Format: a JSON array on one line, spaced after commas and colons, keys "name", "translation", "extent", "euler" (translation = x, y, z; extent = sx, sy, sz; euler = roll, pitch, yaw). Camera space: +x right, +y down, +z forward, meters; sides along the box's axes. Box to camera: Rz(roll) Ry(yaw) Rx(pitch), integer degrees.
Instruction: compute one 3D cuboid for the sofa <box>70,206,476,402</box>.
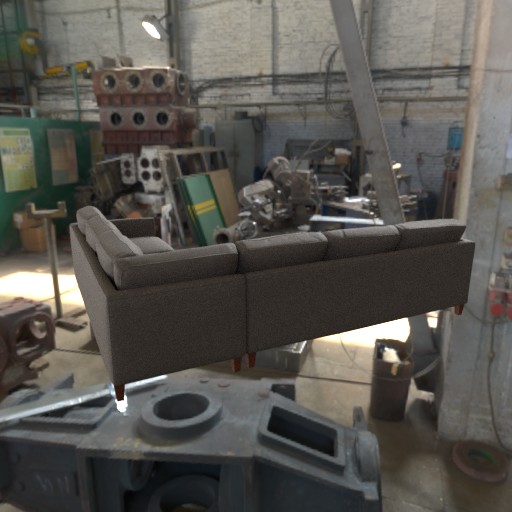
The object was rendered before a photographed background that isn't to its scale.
[{"name": "sofa", "translation": [0.000, 0.000, 4.493], "extent": [3.302, 0.947, 2.593], "euler": [-8, 17, -25]}]
